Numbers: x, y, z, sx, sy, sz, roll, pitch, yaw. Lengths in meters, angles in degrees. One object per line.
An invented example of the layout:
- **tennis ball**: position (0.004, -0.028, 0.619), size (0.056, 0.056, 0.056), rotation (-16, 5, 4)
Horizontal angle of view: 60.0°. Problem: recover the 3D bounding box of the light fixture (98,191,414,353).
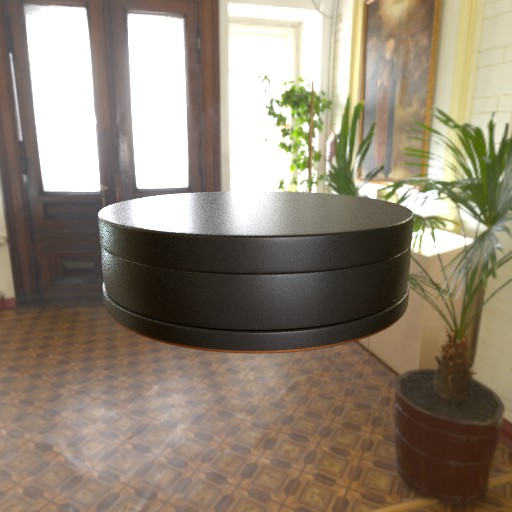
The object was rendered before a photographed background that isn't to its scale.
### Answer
- **light fixture**: position (0.000, 0.000, 0.427), size (0.283, 0.097, 0.283), rotation (0, 14, 0)
